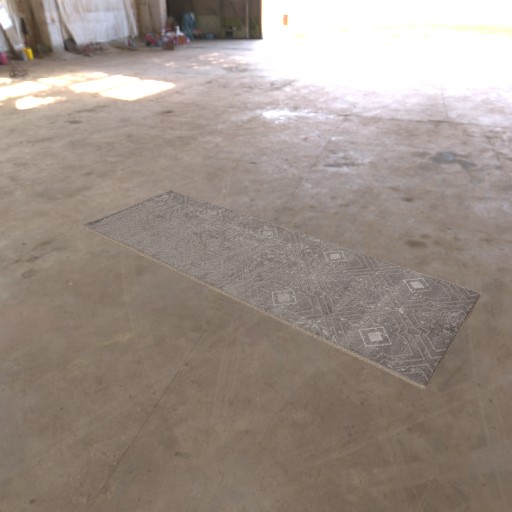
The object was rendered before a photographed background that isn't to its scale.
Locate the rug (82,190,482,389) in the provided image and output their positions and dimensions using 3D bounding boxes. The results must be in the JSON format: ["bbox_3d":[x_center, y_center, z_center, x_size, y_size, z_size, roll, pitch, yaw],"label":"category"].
[{"bbox_3d":[0.000,0.000,2.687,2.381,0.035,0.832,21,36,32],"label":"rug"}]
